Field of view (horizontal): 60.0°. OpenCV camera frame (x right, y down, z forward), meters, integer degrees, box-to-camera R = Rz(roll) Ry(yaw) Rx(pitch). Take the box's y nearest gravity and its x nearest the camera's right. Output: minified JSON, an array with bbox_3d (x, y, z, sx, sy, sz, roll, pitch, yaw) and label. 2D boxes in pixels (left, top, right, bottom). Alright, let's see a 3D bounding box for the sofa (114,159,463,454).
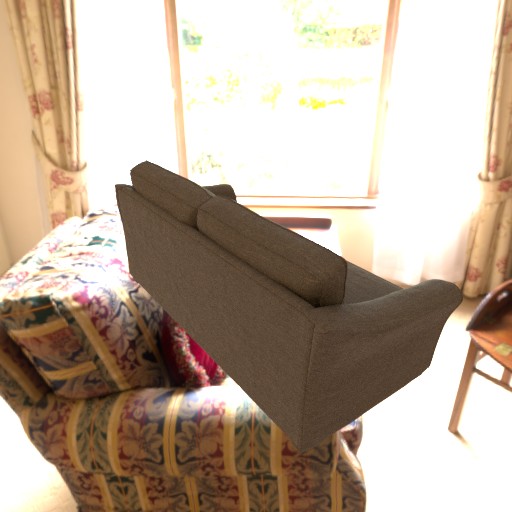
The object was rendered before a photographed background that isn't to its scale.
[{"bbox_3d":[0.000,0.000,2.777,0.971,0.950,2.270,-17,31,-32],"label":"sofa"}]
